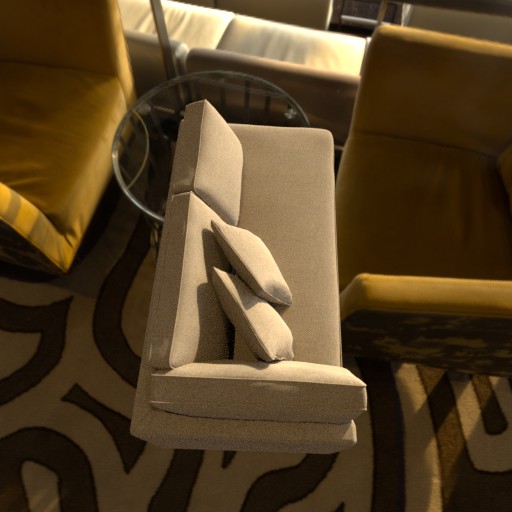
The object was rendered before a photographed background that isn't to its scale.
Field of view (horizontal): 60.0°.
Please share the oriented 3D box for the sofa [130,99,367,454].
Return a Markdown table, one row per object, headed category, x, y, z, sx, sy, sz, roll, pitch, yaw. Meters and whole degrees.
| category | x | y | z | sx | sy | sz | roll | pitch | yaw |
| --- | --- | --- | --- | --- | --- | --- | --- | --- | --- |
| sofa | 0.000 | 0.000 | 2.823 | 1.110 | 1.019 | 2.238 | 2 | 63 | 1 |
